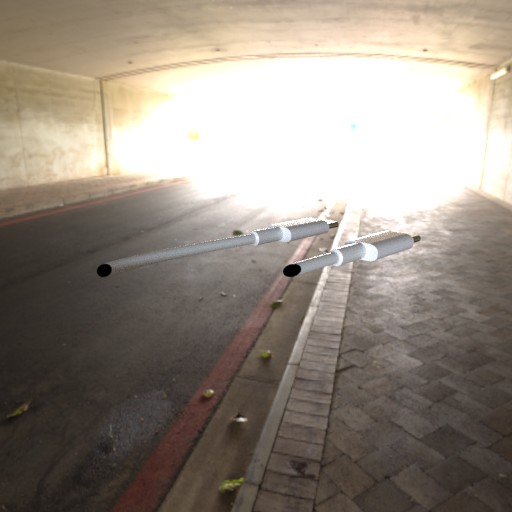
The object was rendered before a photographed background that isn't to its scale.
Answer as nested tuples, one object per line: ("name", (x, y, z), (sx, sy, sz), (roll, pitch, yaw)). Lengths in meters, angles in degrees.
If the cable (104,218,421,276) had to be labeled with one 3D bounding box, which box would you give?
("cable", (0.000, 0.000, 0.112), (0.098, 0.005, 0.041), (-14, 20, -41))
